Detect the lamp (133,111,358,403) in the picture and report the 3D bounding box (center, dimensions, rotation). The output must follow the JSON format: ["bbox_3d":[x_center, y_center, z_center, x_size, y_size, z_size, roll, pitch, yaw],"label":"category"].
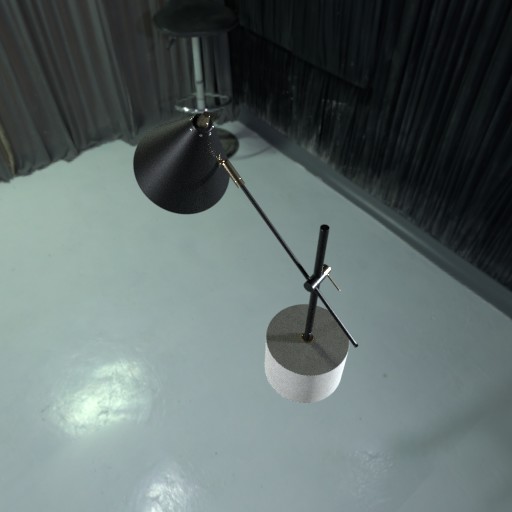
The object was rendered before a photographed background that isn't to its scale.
[{"bbox_3d":[0.000,0.000,0.729,0.214,0.518,0.403,-33,55,-27],"label":"lamp"}]
